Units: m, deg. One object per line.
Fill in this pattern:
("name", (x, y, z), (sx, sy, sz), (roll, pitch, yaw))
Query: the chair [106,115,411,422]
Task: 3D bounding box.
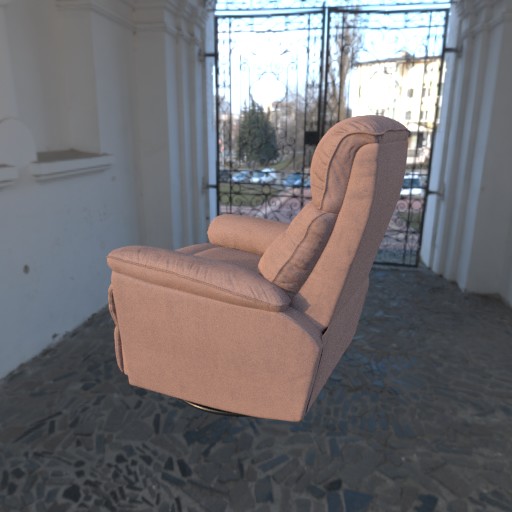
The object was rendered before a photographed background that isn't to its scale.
("chair", (0.000, 0.000, 1.727), (1.004, 1.037, 0.820), (7, 17, 25))
